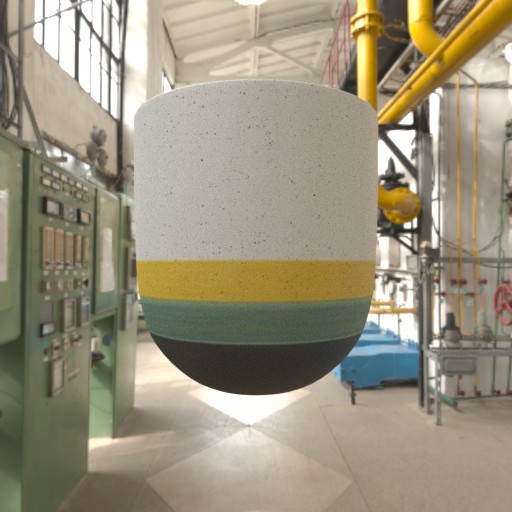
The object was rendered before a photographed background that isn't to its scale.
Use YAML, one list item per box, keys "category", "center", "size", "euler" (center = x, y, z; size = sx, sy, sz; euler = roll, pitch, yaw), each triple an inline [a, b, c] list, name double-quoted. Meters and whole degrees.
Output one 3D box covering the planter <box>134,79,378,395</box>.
- category: "planter"
  center: [0.000, 0.000, 0.366]
  size: [0.195, 0.214, 0.195]
  euler: [0, -1, 0]
